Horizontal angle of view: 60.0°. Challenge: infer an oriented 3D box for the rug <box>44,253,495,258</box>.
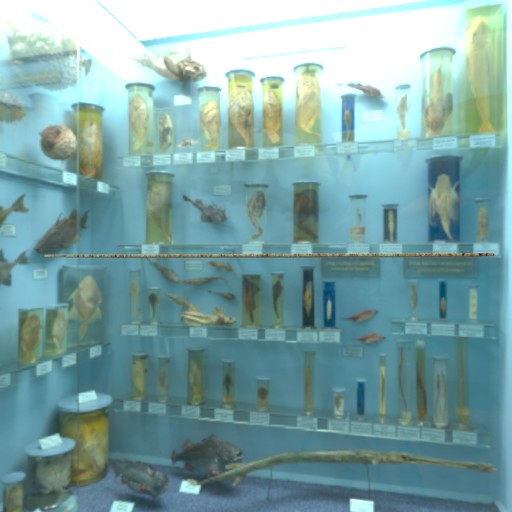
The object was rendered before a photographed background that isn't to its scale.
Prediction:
[{"bbox_3d":[0.000,0.000,2.453,2.237,0.014,0.680,0,-1,16],"label":"rug"}]
